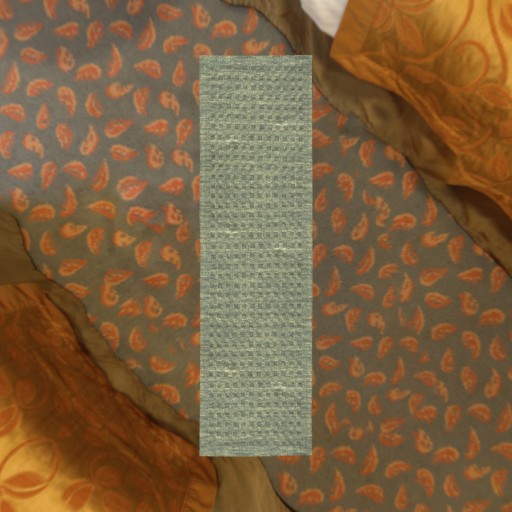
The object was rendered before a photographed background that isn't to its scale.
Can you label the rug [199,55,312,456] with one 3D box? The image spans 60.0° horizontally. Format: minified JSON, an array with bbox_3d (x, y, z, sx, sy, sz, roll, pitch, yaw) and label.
[{"bbox_3d":[0.000,0.000,2.700,0.688,0.008,2.443,0,90,0],"label":"rug"}]
